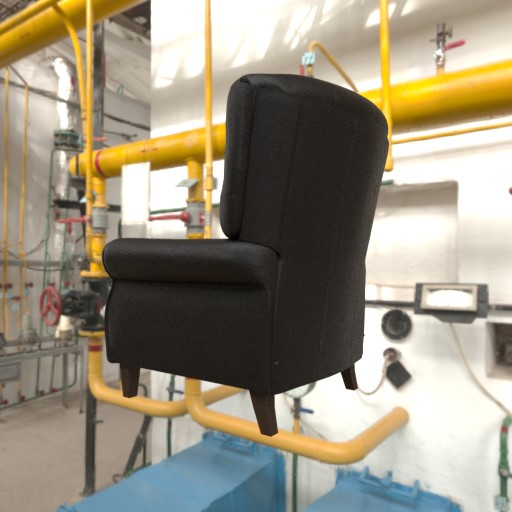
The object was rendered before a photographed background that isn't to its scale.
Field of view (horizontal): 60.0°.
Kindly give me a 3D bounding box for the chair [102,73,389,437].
[{"bbox_3d":[0.000,0.000,1.853,1.058,1.158,0.948,-1,-2,36],"label":"chair"}]
